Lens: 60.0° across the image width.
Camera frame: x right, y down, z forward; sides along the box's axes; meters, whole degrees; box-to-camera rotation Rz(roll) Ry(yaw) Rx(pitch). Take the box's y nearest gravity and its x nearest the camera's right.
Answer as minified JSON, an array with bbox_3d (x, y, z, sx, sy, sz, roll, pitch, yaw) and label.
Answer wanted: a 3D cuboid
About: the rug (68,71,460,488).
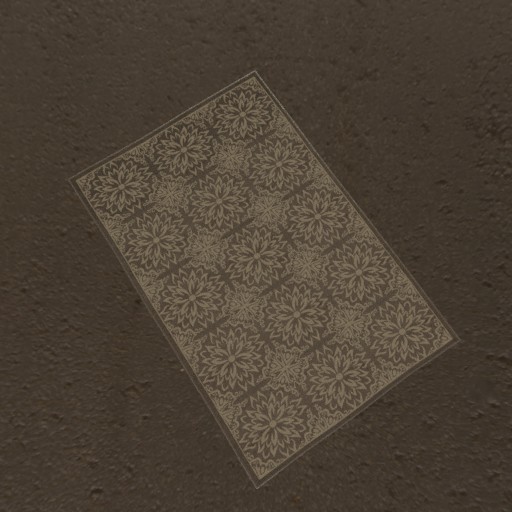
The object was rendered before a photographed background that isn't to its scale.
[{"bbox_3d":[0.000,0.000,3.431,1.819,0.018,2.746,-33,79,-7],"label":"rug"}]
